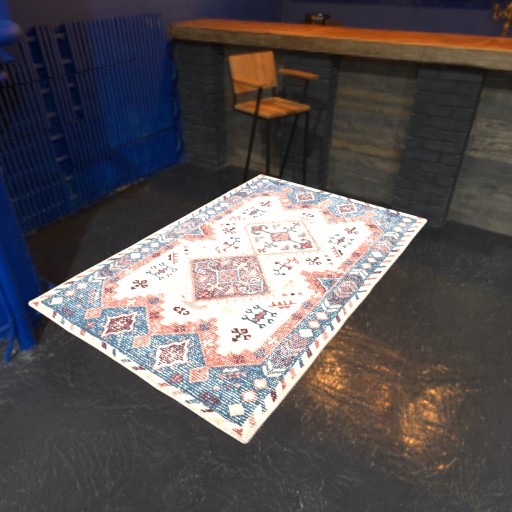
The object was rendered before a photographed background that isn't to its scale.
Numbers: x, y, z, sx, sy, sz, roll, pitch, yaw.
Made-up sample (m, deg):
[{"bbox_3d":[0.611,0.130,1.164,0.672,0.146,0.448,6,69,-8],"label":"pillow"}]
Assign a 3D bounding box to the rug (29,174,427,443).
[{"bbox_3d":[0.000,0.000,2.321,1.225,0.015,1.840,21,38,29],"label":"rug"}]
